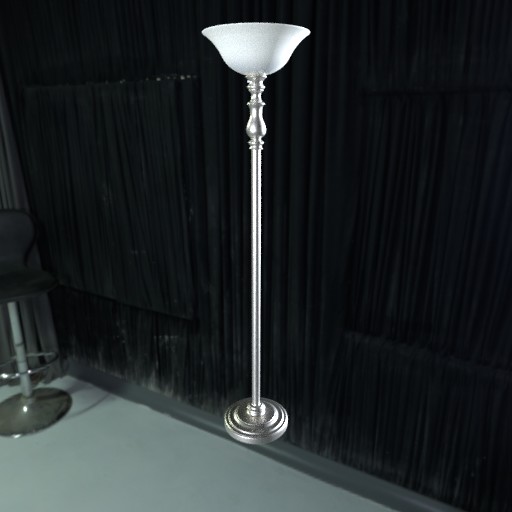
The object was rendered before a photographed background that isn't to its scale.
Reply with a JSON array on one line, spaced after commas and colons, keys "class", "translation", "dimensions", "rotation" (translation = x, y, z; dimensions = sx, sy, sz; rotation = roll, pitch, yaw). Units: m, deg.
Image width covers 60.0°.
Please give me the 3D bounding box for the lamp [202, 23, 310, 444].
[{"class": "lamp", "translation": [0.000, 0.000, 1.947], "dimensions": [0.405, 1.771, 0.405], "rotation": [8, 20, 24]}]
